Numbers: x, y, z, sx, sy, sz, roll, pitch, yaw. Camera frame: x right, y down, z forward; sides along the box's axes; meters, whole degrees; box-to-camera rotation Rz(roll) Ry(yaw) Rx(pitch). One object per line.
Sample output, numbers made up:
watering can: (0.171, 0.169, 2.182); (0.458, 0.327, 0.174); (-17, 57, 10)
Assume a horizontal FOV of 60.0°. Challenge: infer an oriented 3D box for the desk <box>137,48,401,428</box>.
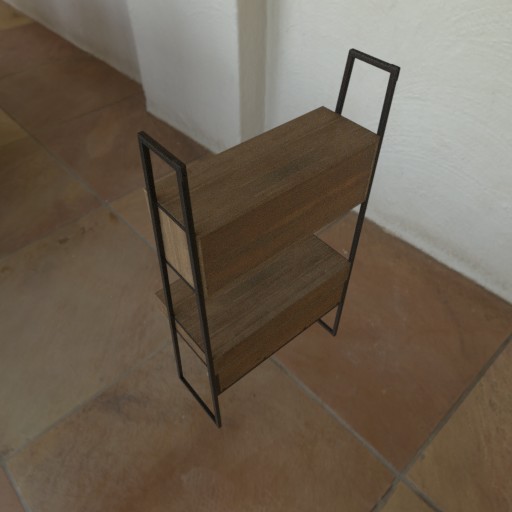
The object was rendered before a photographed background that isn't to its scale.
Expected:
desk: (0.000, 0.000, 2.228); (0.982, 1.809, 0.515); (-31, 54, -26)
